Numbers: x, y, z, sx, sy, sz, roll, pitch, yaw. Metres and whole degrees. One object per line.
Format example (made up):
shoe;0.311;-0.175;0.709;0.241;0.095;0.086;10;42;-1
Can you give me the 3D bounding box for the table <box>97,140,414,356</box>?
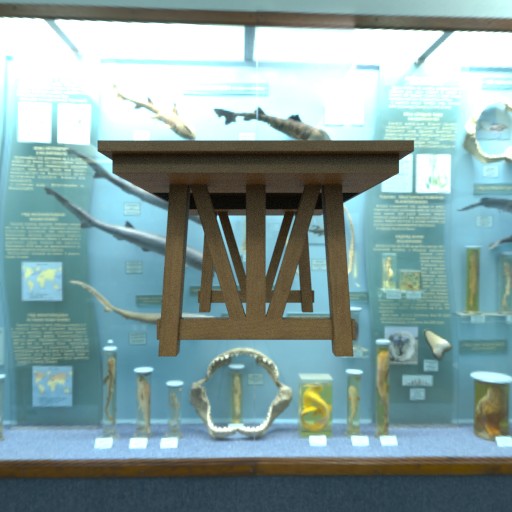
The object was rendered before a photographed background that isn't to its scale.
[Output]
table;0.000;0.000;2.367;1.016;0.768;1.881;0;1;0
